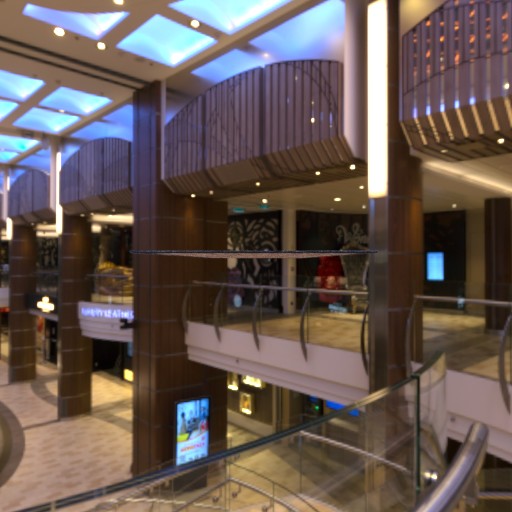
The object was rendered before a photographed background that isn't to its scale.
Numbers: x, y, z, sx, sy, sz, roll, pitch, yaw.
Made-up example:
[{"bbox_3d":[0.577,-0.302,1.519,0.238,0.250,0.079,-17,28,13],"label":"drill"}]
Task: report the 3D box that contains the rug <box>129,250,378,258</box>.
[{"bbox_3d":[0.000,0.000,2.639,0.832,0.008,2.362,0,-1,0],"label":"rug"}]
